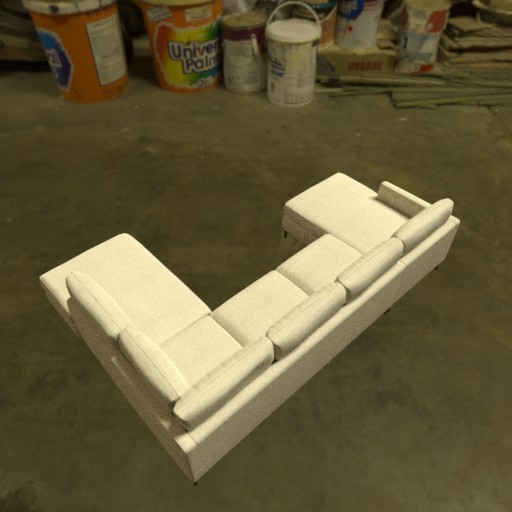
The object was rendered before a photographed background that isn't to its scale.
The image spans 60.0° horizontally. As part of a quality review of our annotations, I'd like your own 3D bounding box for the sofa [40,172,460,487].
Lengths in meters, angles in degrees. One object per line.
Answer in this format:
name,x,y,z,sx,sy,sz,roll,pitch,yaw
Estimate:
sofa,0.000,0.000,3.477,2.737,0.756,1.879,-33,53,-29
